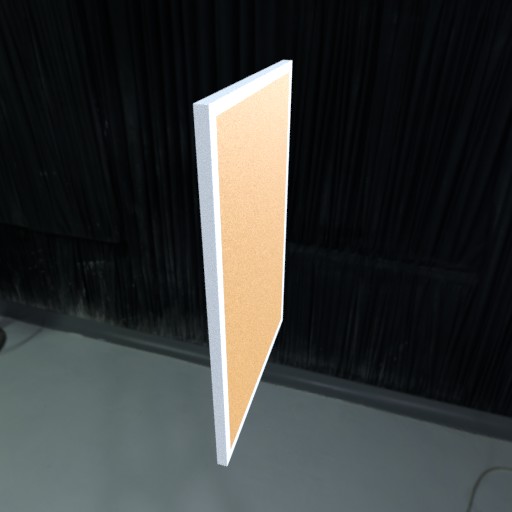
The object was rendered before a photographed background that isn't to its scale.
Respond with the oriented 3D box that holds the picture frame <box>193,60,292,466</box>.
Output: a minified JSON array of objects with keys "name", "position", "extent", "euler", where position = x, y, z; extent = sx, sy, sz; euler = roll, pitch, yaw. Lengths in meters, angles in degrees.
[{"name":"picture frame","position":[0.000,0.000,0.572],"extent":[0.013,0.434,0.305],"euler":[8,31,14]}]
